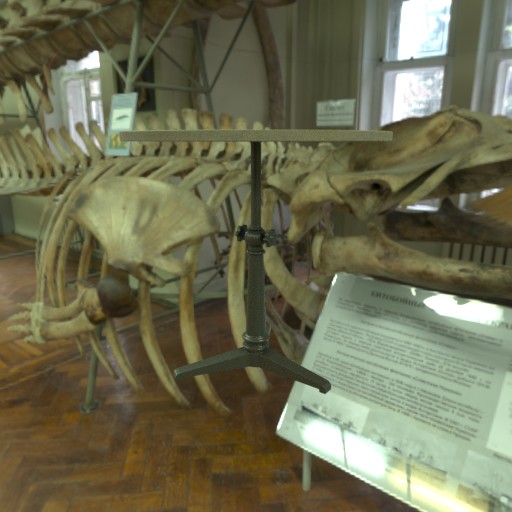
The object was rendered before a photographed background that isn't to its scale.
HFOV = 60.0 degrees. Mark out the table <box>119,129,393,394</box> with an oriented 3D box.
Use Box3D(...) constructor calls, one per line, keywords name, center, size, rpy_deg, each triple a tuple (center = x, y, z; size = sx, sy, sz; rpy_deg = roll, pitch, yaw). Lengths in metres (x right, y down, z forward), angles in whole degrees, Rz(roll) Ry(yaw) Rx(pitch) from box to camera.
Box3D(name="table", center=(0.000, 0.000, 1.451), size=(0.800, 0.780, 0.800), rpy_deg=(0, 15, 0))
